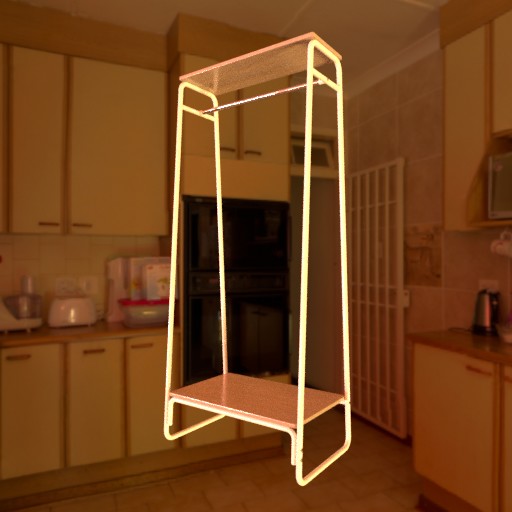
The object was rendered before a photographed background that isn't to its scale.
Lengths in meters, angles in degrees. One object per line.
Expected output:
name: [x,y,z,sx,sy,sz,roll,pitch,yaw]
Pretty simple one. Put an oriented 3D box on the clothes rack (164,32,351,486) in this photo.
clothes rack: [0.000,0.000,1.770,0.640,1.512,0.400,0,0,36]
